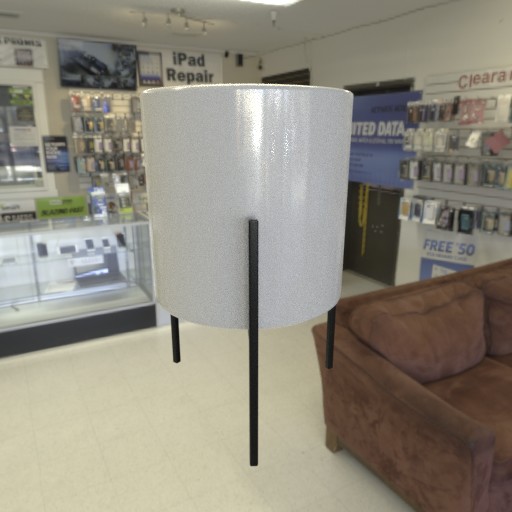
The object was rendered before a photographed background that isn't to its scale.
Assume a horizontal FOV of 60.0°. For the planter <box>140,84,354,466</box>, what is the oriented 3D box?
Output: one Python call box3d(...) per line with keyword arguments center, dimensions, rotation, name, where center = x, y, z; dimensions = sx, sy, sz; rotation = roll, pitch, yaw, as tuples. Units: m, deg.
box3d(center=(0.000, 0.000, 0.516), dimensions=(0.239, 0.356, 0.239), rotation=(-8, 18, -26), name="planter")
